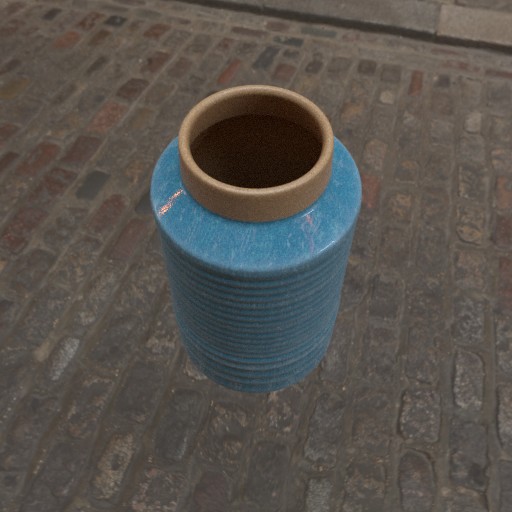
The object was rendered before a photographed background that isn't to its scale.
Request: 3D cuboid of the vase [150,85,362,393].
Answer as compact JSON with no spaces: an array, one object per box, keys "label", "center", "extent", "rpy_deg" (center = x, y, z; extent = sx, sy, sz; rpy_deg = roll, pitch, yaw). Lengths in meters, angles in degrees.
[{"label":"vase","center":[0.000,0.000,0.369],"extent":[0.163,0.267,0.163],"rpy_deg":[0,58,0]}]
